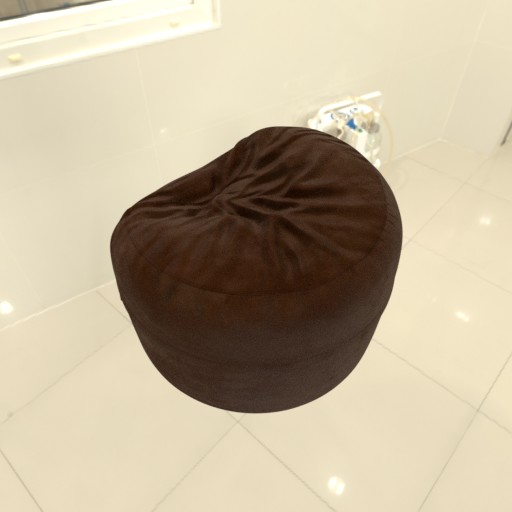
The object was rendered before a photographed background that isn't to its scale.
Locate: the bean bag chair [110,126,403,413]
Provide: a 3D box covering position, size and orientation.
[{"bbox_3d":[0.000,0.000,1.515,0.918,0.616,0.918,0,47,0],"label":"bean bag chair"}]
